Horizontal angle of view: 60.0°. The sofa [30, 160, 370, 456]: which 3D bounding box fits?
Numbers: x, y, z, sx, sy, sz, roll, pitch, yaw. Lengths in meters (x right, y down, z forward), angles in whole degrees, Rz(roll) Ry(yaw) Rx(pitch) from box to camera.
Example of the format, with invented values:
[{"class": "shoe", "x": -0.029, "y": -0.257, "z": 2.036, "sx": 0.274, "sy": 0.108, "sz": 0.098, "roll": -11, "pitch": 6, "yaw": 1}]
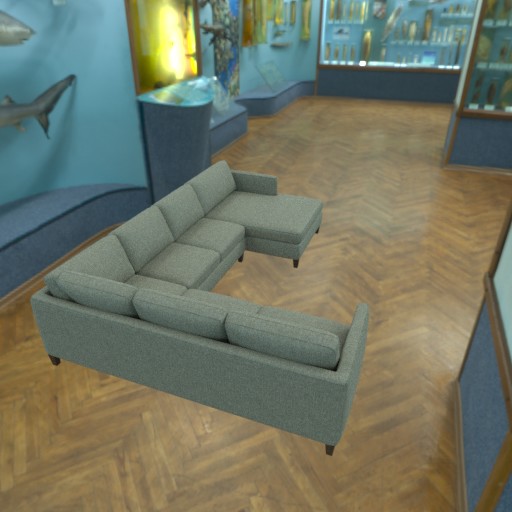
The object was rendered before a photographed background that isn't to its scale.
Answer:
[{"class": "sofa", "x": 0.000, "y": 0.000, "z": 4.548, "sx": 2.551, "sy": 0.889, "sz": 3.403, "roll": 11, "pitch": 31, "yaw": 18}]
